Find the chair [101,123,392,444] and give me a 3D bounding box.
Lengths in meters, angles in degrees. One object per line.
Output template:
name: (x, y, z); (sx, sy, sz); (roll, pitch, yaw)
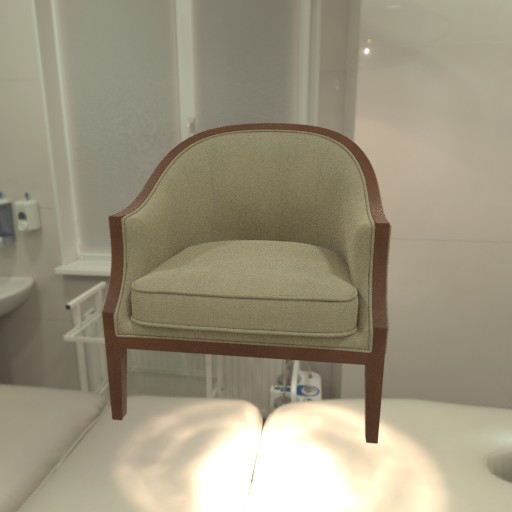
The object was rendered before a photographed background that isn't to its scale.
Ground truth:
chair: (0.000, 0.000, 1.481); (0.803, 0.876, 0.735); (2, 15, 8)
